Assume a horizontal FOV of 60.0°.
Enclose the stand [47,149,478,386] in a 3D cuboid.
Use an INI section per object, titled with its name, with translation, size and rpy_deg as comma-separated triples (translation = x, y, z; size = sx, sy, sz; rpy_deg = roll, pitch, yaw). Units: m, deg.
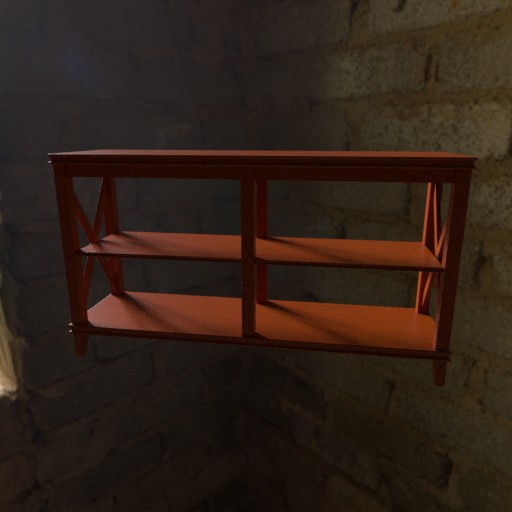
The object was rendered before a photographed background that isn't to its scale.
[stand]
translation = 0.000, 0.000, 1.679
size = 1.372, 0.762, 0.381
rpy_deg = 2, 16, 9
